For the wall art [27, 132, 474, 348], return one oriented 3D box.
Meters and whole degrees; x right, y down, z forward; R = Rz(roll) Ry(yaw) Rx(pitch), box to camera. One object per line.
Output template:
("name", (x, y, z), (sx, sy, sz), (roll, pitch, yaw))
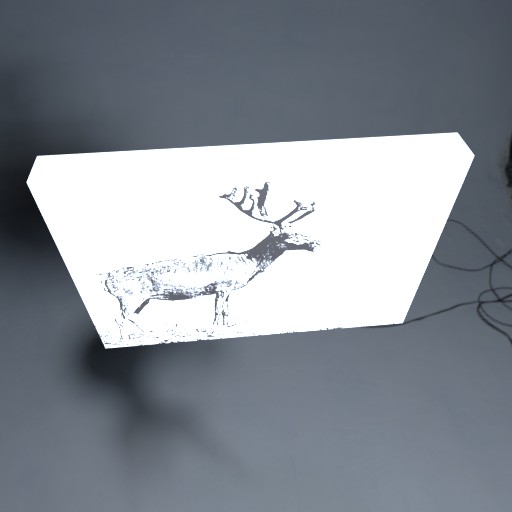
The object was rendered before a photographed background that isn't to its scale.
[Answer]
("wall art", (0.000, 0.000, 0.483), (0.381, 0.259, 0.038), (-4, 48, -4))
